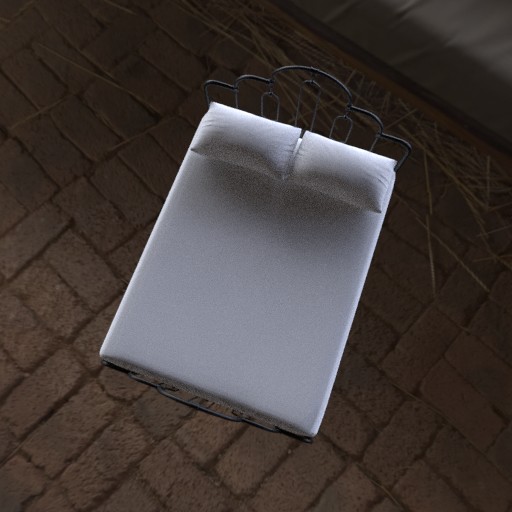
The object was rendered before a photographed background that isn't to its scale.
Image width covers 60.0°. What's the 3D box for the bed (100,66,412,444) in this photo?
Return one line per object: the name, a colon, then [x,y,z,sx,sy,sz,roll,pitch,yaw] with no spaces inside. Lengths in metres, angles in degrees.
bed: [0.000,0.000,3.192,1.626,1.444,2.181,19,76,5]
